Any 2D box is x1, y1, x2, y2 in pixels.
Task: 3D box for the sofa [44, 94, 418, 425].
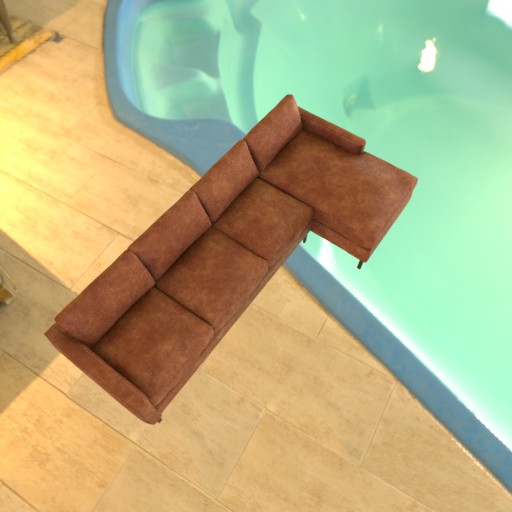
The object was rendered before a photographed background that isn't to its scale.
[{"bbox_3d":[0.000,0.000,3.628,1.471,0.859,2.993,32,64,18],"label":"sofa"}]
